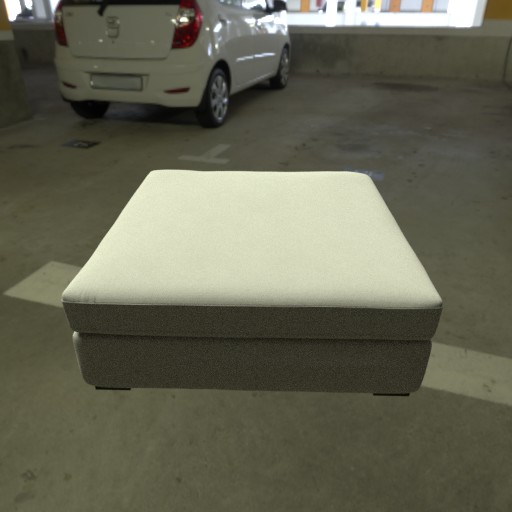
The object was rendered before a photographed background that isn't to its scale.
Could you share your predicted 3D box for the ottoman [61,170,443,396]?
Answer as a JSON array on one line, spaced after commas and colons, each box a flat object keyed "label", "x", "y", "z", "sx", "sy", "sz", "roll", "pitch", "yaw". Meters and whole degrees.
[{"label": "ottoman", "x": 0.000, "y": 0.000, "z": 1.868, "sx": 1.167, "sy": 0.482, "sz": 1.163, "roll": 1, "pitch": 29, "yaw": 1}]
